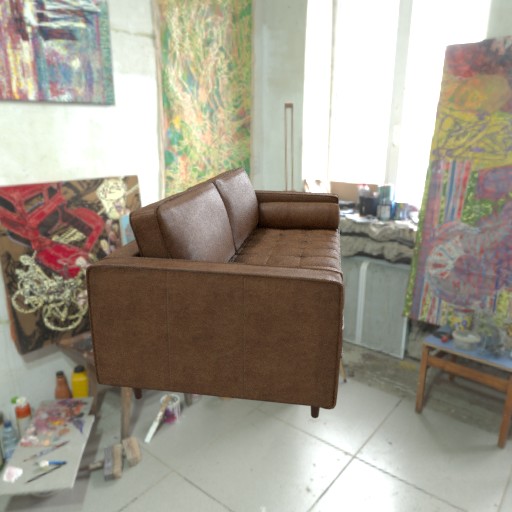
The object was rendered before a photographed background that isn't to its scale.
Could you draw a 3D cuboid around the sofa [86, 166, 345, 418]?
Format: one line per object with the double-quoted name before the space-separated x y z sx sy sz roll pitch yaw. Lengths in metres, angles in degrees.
"sofa" 0.000 0.000 2.432 0.924 0.825 1.920 3 17 9
